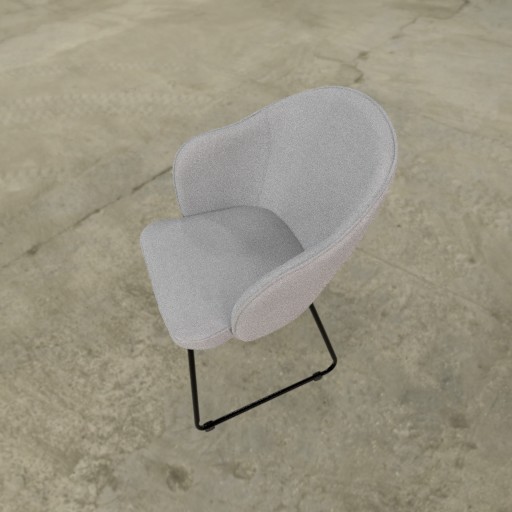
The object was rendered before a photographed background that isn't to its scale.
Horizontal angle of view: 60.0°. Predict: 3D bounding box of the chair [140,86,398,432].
[{"bbox_3d":[0.000,0.000,1.238,0.592,0.817,0.570,-17,49,-15],"label":"chair"}]
